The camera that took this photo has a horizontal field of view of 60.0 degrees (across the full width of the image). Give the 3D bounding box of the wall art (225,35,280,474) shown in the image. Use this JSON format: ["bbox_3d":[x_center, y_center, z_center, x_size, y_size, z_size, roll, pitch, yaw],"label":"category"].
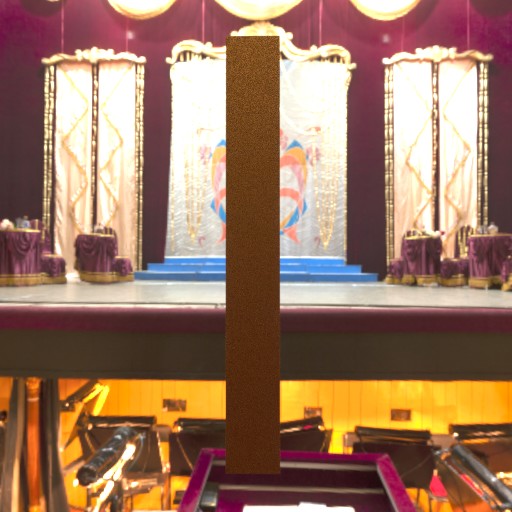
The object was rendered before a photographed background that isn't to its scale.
[{"bbox_3d":[0.000,0.000,0.461,0.038,0.305,0.306,0,-1,1],"label":"wall art"}]
